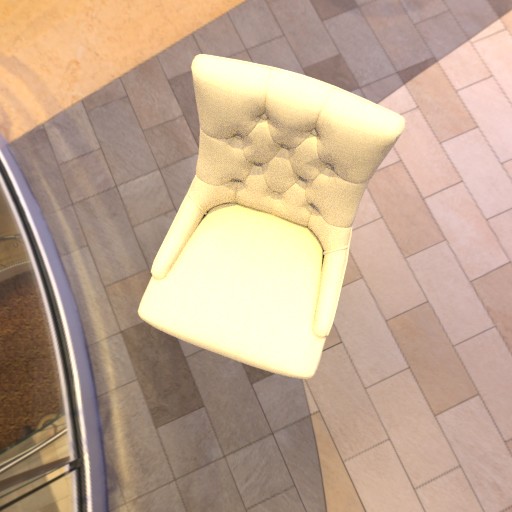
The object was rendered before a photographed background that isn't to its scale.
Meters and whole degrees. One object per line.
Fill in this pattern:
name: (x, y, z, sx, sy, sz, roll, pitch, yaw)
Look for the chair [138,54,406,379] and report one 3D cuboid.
chair: (0.000, 0.000, 1.226, 0.509, 0.874, 0.565, 19, 77, 5)
